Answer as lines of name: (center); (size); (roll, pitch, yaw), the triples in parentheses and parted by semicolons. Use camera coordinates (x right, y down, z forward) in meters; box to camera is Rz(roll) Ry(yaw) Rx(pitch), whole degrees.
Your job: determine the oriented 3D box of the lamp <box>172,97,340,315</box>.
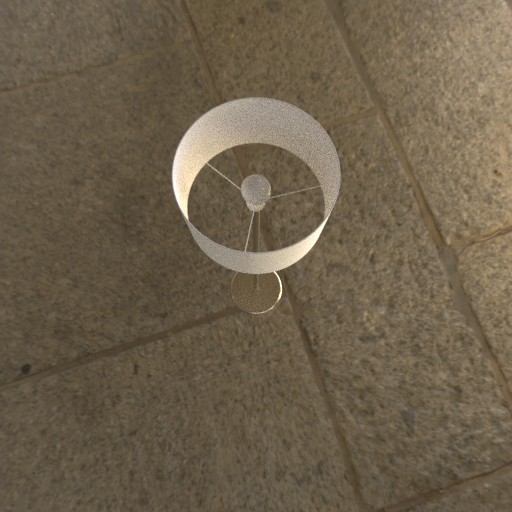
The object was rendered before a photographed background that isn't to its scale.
lamp: (0.000, 0.000, 1.612); (0.347, 1.443, 0.347); (41, 80, 9)
